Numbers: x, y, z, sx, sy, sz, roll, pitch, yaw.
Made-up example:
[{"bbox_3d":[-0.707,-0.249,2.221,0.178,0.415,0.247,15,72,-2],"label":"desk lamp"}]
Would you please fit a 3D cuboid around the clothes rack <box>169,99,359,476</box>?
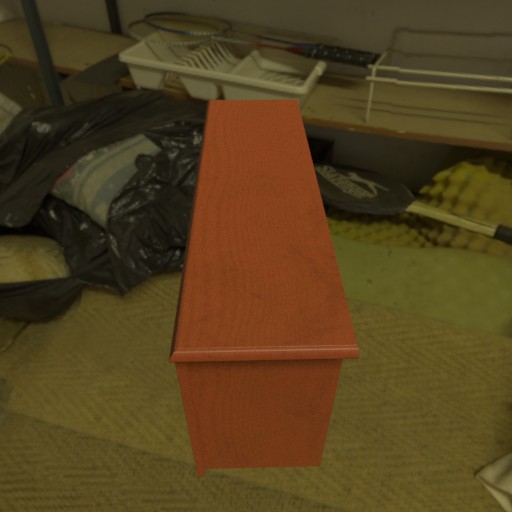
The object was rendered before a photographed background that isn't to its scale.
[{"bbox_3d":[0.000,0.000,1.500,0.362,0.594,1.251,-1,41,-1],"label":"clothes rack"}]
